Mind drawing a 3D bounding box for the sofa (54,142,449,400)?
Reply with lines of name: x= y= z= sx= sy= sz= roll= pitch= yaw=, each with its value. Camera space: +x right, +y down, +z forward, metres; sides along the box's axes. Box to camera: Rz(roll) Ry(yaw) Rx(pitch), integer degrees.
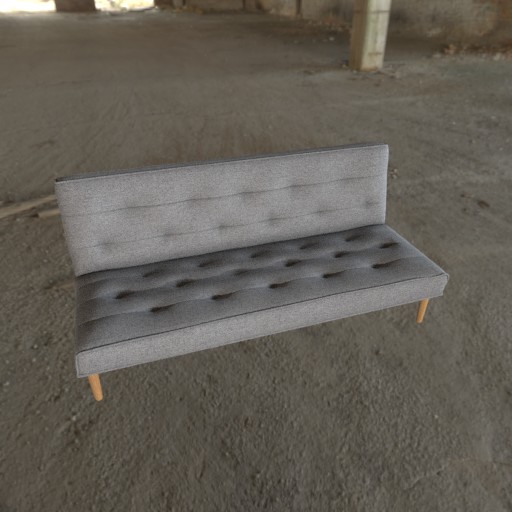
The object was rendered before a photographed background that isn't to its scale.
sofa: x=0.000 y=0.000 z=2.281 sx=1.820 sy=0.830 sz=0.810 roll=-10 pitch=33 yaw=-16
